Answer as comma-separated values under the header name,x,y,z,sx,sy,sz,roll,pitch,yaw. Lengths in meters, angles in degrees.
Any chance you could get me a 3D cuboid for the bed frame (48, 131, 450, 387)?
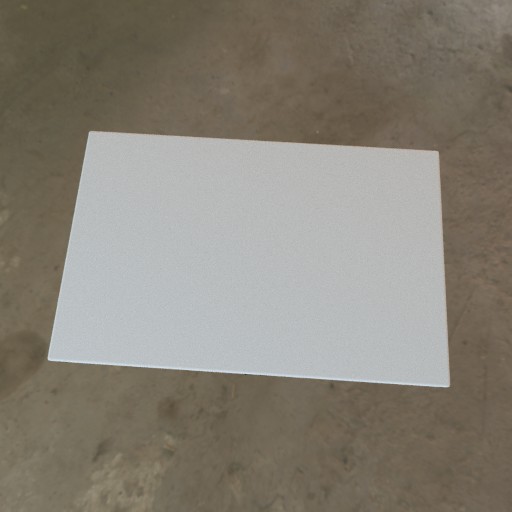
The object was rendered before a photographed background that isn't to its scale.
name,x,y,z,sx,sy,sz,roll,pitch,yaw
bed frame,0.000,0.000,3.713,2.987,0.440,1.930,4,75,1
